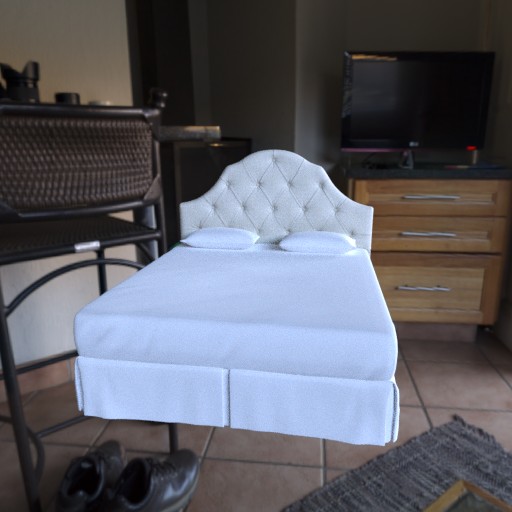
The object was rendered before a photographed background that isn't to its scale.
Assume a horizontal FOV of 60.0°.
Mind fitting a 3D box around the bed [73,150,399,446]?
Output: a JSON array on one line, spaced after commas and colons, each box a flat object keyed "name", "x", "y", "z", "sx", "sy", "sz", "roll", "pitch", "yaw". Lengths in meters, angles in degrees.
[{"name": "bed", "x": 0.000, "y": 0.000, "z": 3.491, "sx": 2.008, "sy": 1.615, "sz": 2.214, "roll": 2, "pitch": 14, "yaw": 9}]
